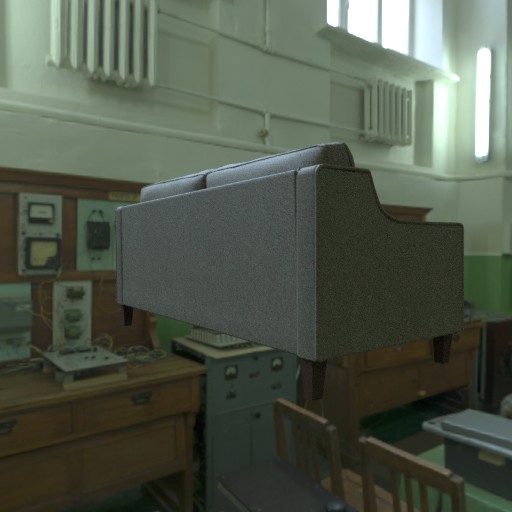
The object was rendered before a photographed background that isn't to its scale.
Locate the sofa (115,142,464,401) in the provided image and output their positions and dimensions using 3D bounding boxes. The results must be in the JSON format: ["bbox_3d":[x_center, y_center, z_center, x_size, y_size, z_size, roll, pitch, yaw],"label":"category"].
[{"bbox_3d":[0.000,0.000,2.807,1.073,1.074,2.181,-1,1,-37],"label":"sofa"}]
